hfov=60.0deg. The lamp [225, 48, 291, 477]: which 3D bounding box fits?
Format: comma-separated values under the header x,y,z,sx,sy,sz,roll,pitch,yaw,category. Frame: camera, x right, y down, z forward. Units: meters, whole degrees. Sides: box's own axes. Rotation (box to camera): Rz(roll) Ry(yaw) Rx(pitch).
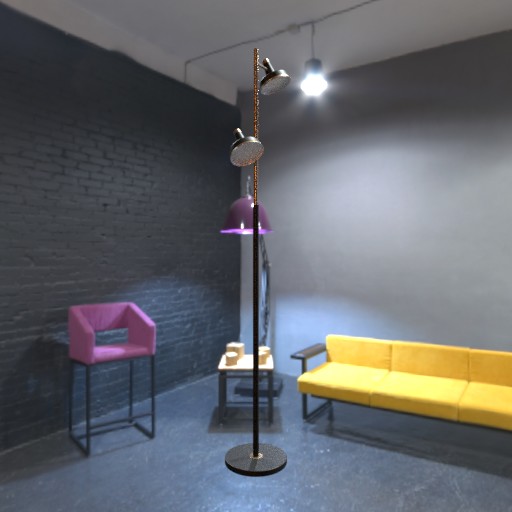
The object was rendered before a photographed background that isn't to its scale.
x,y,z,sx,sy,sz,roll,pitch,yaw,category
0.000,0.000,1.799,0.253,1.674,0.351,0,1,36,lamp
